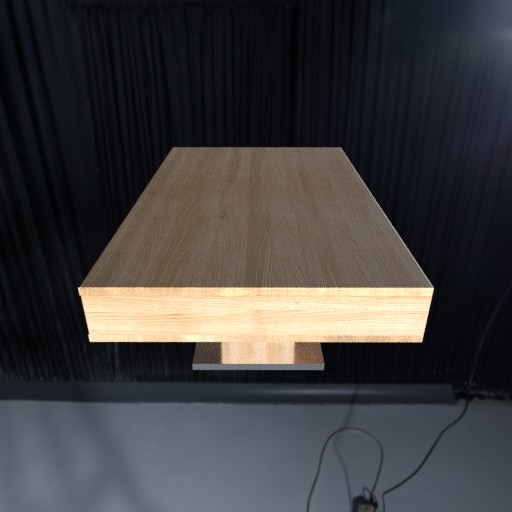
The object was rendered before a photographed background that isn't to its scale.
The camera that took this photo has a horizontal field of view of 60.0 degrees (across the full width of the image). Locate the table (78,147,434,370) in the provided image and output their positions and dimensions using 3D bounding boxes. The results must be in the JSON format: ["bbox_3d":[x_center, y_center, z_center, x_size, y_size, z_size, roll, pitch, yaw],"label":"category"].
[{"bbox_3d":[0.000,0.000,1.458,0.700,0.440,1.100,0,28,0],"label":"table"}]
